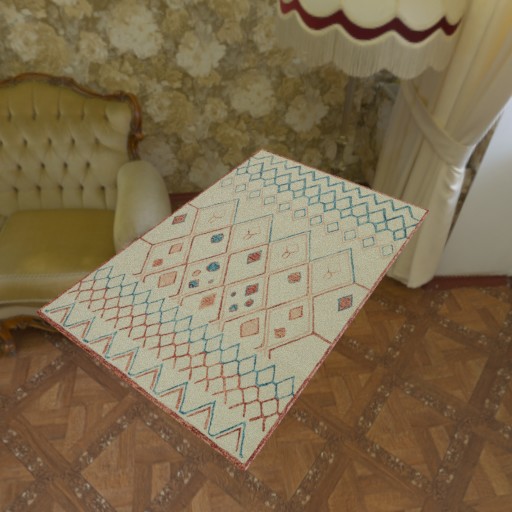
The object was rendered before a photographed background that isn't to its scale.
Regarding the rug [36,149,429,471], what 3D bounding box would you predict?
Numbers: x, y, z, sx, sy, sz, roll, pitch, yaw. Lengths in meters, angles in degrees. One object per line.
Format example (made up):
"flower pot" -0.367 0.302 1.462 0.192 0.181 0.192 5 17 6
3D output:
"rug" 0.000 0.000 2.349 1.219 0.016 1.829 26 50 25
